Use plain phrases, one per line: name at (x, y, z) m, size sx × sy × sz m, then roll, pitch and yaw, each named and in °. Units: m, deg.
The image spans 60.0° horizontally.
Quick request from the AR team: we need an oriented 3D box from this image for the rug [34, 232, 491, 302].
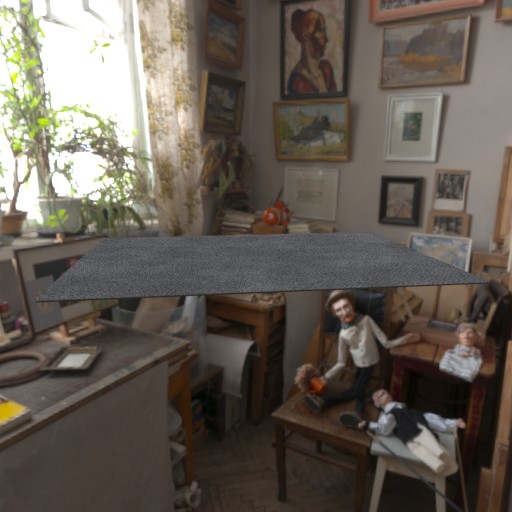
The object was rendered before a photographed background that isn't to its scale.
rug at (0.000, 0.000, 2.907) m, size 2.235 × 0.008 × 1.600 m, roll -2°, pitch 13°, yaw -8°
